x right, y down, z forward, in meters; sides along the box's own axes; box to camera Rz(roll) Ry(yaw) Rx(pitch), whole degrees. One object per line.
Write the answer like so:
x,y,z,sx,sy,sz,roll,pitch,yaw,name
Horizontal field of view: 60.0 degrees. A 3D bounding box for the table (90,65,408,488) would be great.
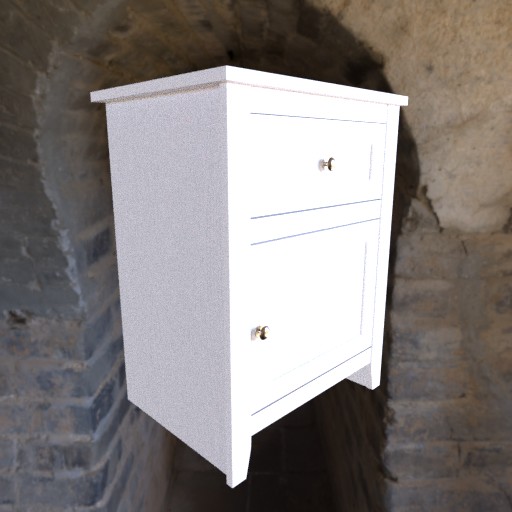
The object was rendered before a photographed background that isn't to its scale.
0.000,0.000,0.921,0.480,0.635,0.381,-13,19,-43,table
